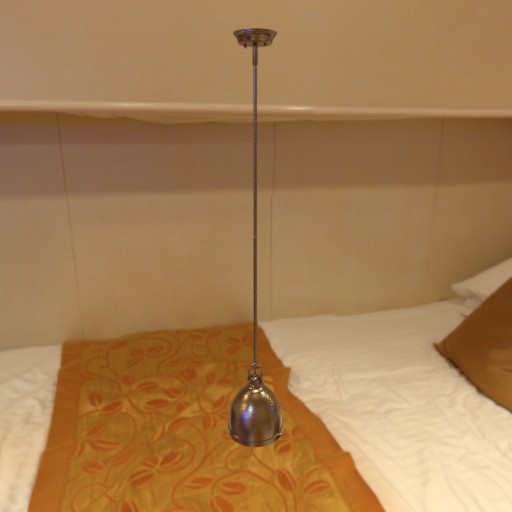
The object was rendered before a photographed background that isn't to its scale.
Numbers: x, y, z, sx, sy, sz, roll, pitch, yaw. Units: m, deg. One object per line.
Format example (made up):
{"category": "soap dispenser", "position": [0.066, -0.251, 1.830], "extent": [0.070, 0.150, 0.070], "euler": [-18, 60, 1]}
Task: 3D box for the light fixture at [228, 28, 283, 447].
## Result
{"category": "light fixture", "position": [0.000, 0.000, 1.496], "extent": [0.217, 1.367, 0.211], "euler": [9, 18, 27]}
